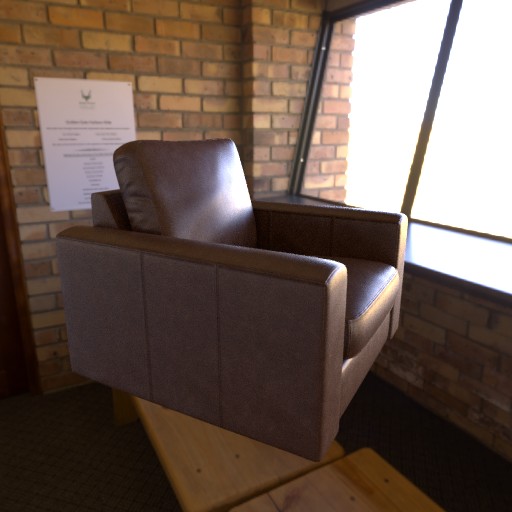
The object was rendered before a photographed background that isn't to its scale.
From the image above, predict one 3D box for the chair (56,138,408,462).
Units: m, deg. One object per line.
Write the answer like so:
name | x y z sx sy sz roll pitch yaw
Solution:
chair | 0.000 0.000 1.716 1.016 0.873 1.005 8 18 28
